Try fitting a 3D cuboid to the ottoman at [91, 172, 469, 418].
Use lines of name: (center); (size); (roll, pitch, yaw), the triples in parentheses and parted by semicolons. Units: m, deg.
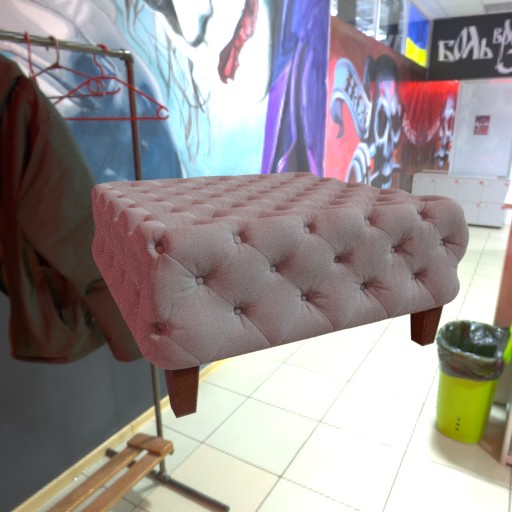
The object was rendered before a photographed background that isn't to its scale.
ottoman: (0.000, 0.000, 1.417); (0.911, 0.439, 0.917); (-8, 18, -25)
